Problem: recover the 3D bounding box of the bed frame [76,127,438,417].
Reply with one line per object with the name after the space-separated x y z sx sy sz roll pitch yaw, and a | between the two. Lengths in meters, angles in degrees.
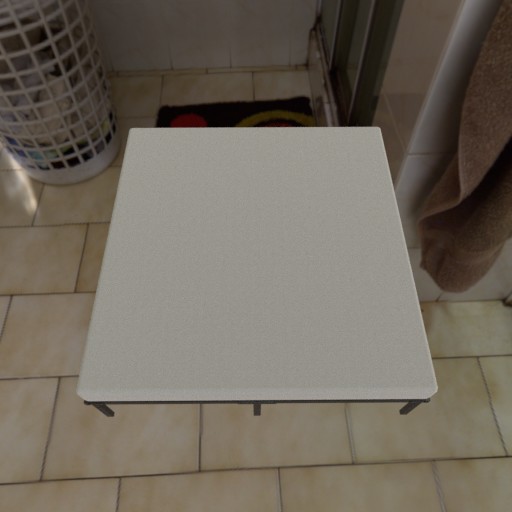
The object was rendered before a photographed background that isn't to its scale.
0.000 0.000 3.993 2.526 0.680 2.635 0 58 0 | bed frame
